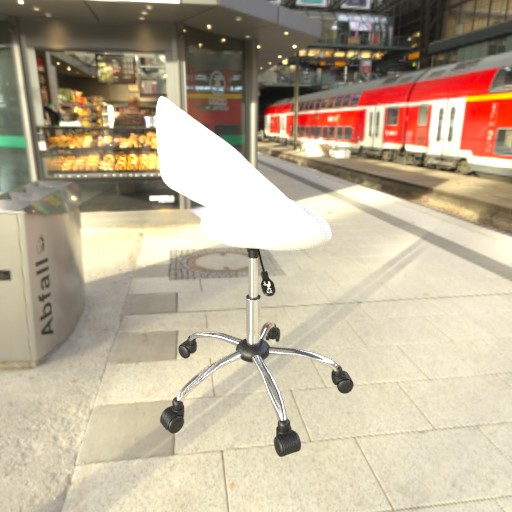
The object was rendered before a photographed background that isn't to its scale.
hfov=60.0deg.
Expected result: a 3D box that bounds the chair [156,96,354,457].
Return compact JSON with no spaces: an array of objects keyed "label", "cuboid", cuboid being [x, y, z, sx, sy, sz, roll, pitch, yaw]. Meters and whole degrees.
[{"label":"chair","cuboid":[0.000,0.000,1.173,0.538,0.791,0.612,-3,17,-10]}]
